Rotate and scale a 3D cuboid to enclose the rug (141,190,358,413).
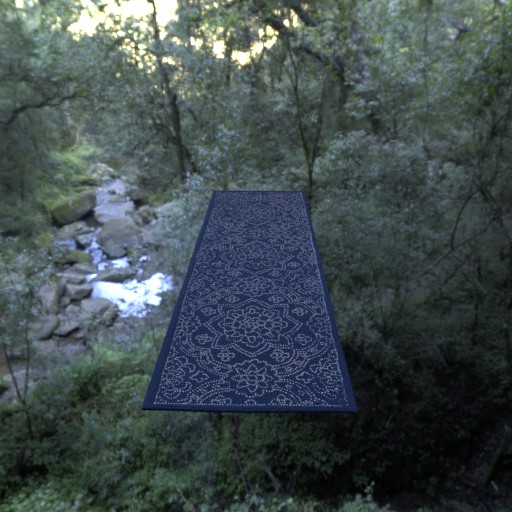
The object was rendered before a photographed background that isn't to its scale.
[{"bbox_3d":[0.000,0.000,2.646,0.769,0.012,2.448,1,27,1],"label":"rug"}]
